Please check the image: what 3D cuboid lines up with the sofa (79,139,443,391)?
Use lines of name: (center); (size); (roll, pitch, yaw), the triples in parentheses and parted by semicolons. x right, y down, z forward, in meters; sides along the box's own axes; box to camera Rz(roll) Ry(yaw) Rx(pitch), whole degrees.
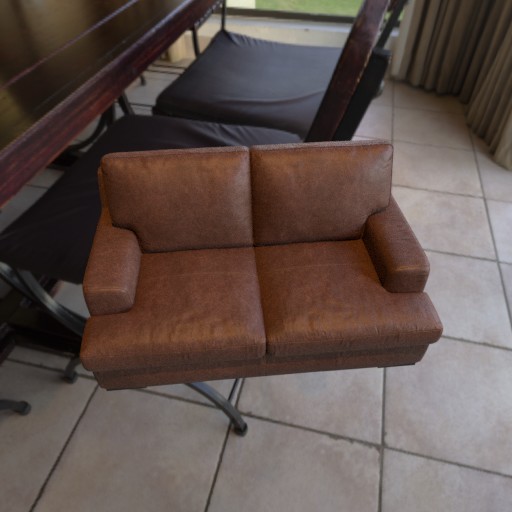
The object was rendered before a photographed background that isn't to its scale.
sofa: (0.000, 0.000, 2.530); (1.880, 0.939, 1.143); (-4, 45, -4)
